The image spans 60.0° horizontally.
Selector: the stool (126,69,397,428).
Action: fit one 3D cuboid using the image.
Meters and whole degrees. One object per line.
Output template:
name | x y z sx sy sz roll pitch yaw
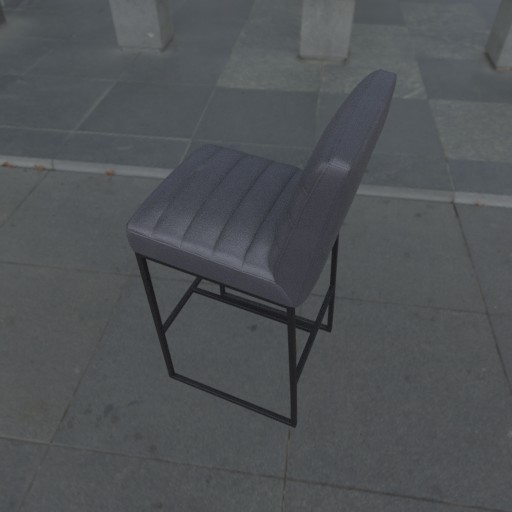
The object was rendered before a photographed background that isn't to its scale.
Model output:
stool | 0.000 0.000 1.327 0.552 1.040 0.457 17 47 16
